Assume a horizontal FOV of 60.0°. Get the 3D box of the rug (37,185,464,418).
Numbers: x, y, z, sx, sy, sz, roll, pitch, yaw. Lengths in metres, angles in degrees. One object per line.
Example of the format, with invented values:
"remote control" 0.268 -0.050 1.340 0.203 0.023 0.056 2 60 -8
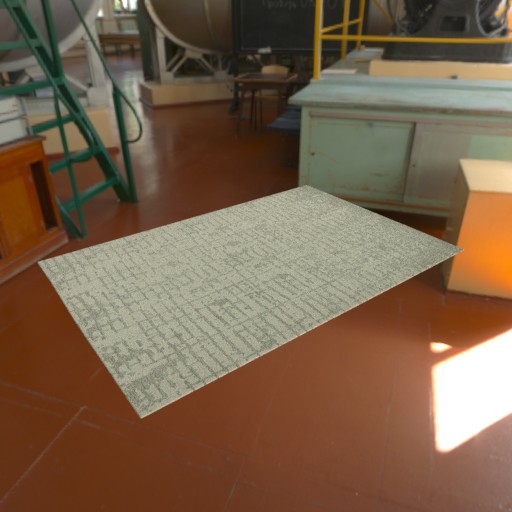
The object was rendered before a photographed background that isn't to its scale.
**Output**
"rug" 0.000 0.000 2.273 1.827 0.007 1.211 -20 35 -32
